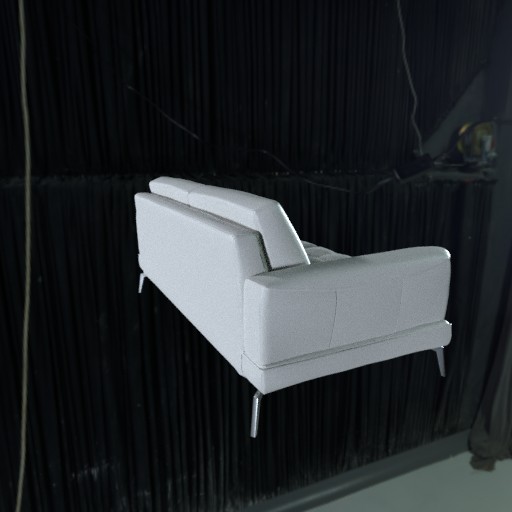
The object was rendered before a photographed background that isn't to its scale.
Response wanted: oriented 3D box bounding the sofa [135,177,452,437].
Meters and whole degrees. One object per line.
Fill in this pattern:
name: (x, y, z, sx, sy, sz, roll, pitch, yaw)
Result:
sofa: (0.000, 0.000, 2.818, 1.121, 0.930, 2.177, -7, 16, -26)
